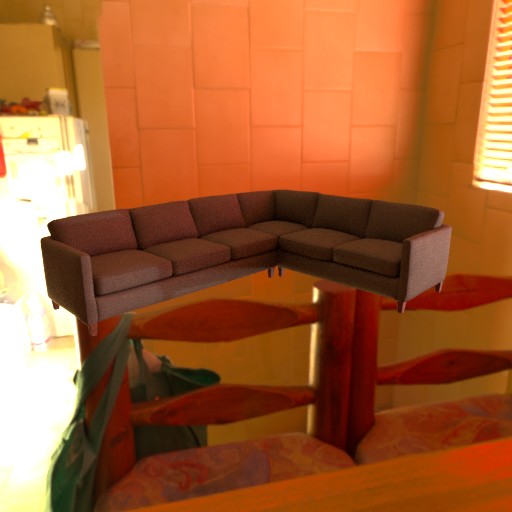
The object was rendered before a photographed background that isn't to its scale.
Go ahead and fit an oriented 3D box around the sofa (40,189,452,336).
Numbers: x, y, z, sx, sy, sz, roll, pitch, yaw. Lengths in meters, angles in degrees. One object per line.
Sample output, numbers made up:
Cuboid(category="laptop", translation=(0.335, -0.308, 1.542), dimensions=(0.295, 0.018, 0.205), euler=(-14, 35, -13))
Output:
Cuboid(category="sofa", translation=(0.000, 0.000, 4.460), dimensions=(3.302, 0.947, 2.593), euler=(-15, 22, -43))
